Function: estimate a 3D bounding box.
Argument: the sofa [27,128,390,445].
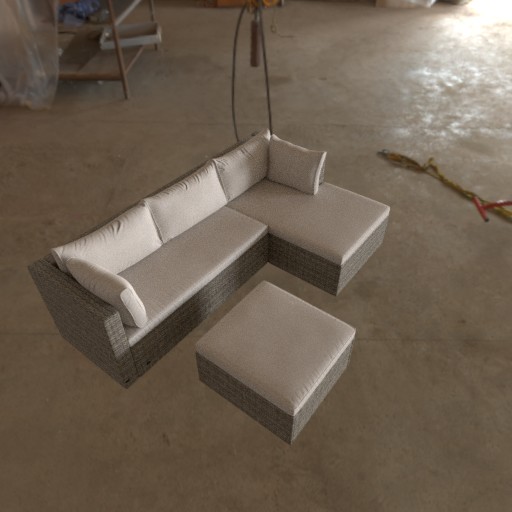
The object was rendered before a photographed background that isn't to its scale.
[{"bbox_3d":[0.000,0.000,2.985,1.662,0.766,2.192,27,48,27],"label":"sofa"}]
